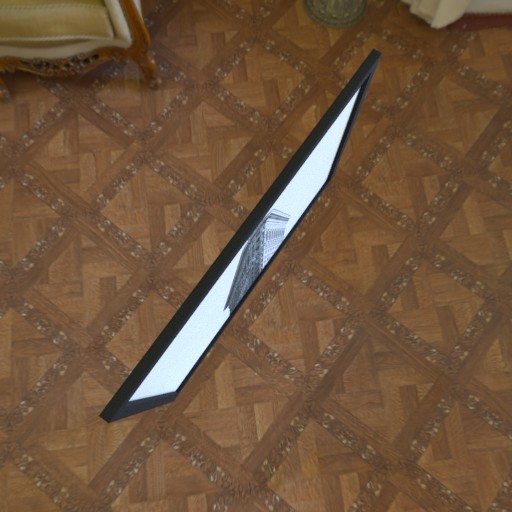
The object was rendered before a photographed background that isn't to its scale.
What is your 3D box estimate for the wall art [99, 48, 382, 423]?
[{"bbox_3d":[0.000,0.000,1.224,0.049,0.659,0.964,36,78,9],"label":"wall art"}]
